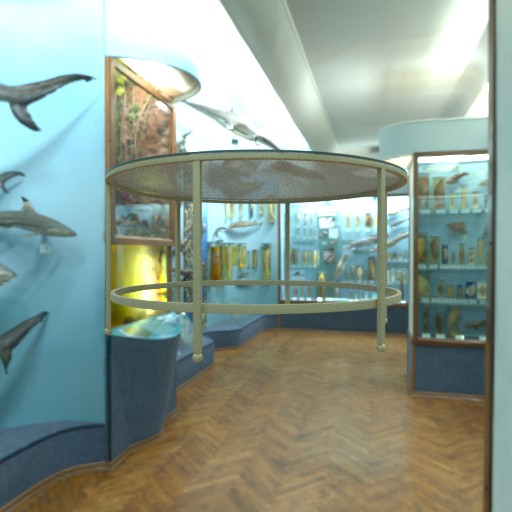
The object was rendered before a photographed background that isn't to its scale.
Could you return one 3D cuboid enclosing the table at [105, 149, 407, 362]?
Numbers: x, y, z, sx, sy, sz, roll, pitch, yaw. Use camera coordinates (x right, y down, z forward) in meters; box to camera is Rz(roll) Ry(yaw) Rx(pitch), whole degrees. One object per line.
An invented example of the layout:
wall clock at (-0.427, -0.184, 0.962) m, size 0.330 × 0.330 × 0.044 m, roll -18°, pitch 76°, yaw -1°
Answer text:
table at (0.000, 0.000, 1.416) m, size 0.914 × 0.470 × 0.914 m, roll 0°, pitch 0°, yaw 0°
